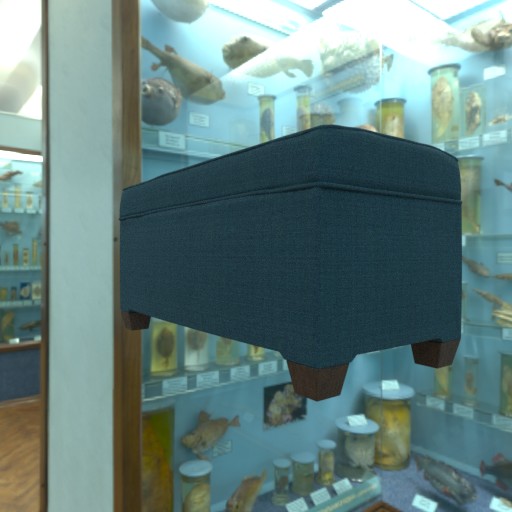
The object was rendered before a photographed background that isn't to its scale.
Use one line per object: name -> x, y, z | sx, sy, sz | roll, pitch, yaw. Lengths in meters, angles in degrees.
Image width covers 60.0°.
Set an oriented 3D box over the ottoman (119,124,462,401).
ottoman -> 0.000, 0.000, 1.204 | 0.474, 0.474, 0.943 | 0, 0, -36
